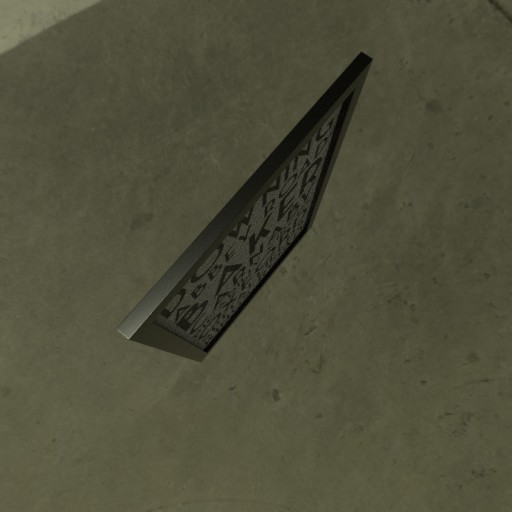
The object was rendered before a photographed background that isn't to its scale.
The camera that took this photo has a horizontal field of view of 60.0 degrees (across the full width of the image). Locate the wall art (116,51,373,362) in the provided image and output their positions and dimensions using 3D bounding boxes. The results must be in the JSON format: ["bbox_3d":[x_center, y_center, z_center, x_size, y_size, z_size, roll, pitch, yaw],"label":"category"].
[{"bbox_3d":[0.000,0.000,0.556,0.013,0.432,0.304,38,78,10],"label":"wall art"}]
